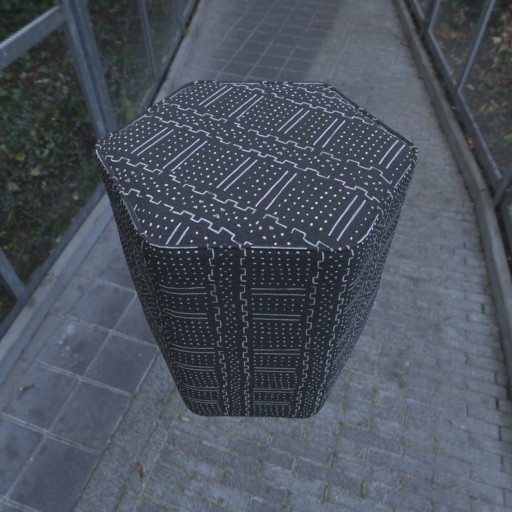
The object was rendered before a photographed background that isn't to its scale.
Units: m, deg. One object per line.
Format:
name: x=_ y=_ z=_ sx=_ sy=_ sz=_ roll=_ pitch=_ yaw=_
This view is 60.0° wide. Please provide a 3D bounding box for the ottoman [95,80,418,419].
ottoman: x=0.000 y=0.000 z=0.842 sx=0.443 sy=0.502 sz=0.494 roll=24 pitch=51 yaw=21
